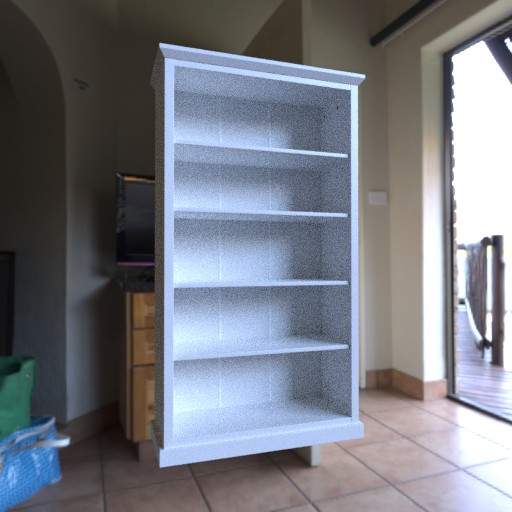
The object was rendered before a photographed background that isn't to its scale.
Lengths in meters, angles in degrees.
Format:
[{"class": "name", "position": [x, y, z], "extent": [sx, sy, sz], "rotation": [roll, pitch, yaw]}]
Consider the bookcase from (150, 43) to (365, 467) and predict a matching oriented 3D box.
[{"class": "bookcase", "position": [0.000, 0.000, 2.325], "extent": [1.050, 1.880, 0.432], "rotation": [0, -1, -19]}]
